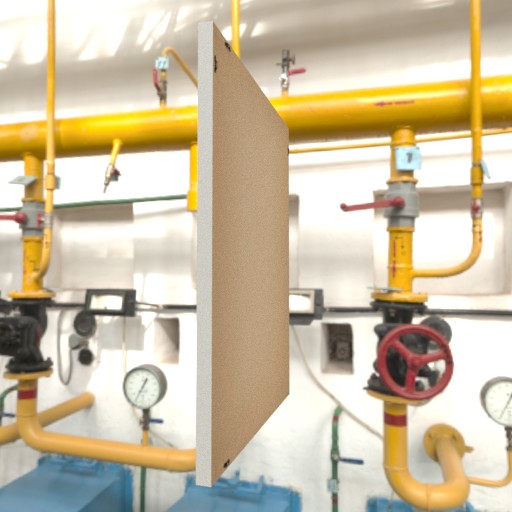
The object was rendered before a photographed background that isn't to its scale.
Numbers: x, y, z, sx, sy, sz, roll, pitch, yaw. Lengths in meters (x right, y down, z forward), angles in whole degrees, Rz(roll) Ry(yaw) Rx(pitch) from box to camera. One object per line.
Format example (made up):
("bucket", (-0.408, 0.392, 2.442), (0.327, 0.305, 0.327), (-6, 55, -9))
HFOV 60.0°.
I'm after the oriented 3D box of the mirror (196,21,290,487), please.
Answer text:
("mirror", (0.000, 0.000, 1.333), (0.041, 1.016, 0.762), (-1, -2, 17))
